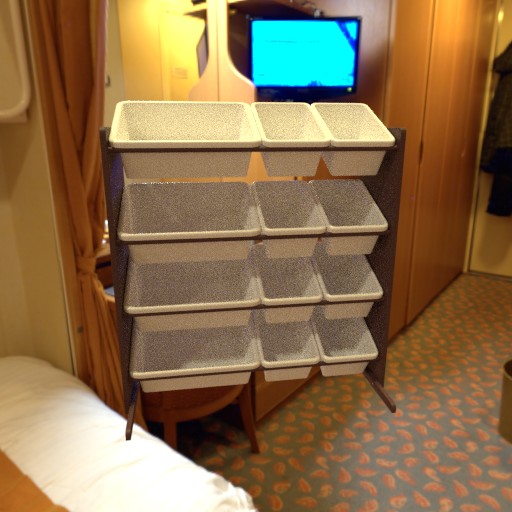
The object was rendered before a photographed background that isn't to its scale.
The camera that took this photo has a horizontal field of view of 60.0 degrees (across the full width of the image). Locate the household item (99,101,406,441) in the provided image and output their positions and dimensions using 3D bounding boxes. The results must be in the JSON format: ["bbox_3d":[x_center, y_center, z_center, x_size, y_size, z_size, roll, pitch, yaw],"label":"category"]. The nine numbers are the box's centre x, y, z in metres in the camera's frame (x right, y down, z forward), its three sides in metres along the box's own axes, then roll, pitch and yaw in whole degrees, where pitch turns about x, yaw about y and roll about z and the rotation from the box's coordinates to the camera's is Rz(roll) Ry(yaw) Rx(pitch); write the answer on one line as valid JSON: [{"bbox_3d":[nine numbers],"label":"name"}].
[{"bbox_3d":[0.000,0.000,1.286,0.787,0.864,0.389,-3,16,-9],"label":"household item"}]
